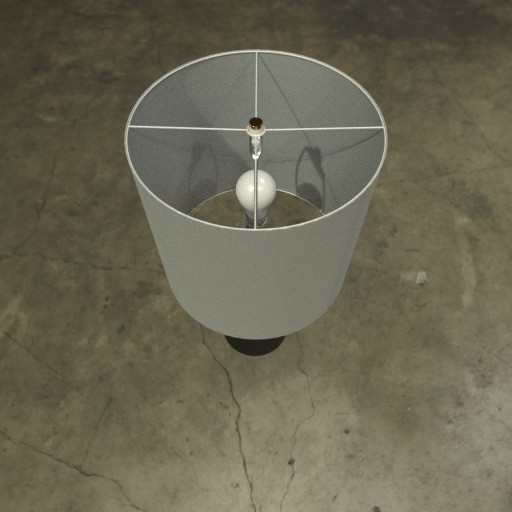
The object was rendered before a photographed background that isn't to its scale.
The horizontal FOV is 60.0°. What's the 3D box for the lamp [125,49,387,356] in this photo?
[{"bbox_3d":[0.000,0.000,0.764,0.308,0.580,0.308,0,57,0],"label":"lamp"}]
